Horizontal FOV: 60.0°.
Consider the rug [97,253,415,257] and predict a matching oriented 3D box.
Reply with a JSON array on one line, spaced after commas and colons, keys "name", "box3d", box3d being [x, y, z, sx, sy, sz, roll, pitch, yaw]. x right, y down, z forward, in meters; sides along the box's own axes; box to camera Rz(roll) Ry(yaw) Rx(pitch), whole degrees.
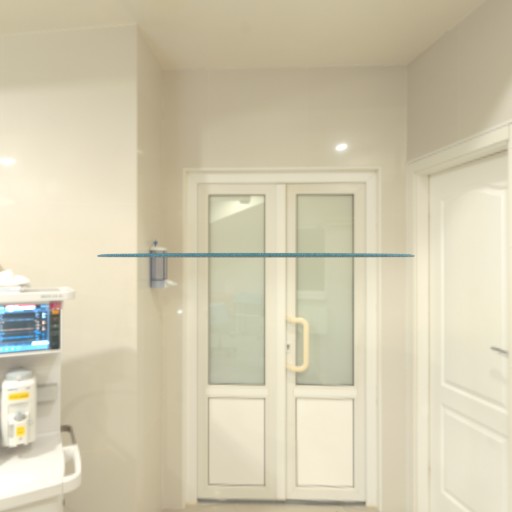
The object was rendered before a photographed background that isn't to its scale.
[{"name": "rug", "box3d": [0.000, 0.000, 2.361, 1.593, 0.012, 1.593, 0, 0, 0]}]
